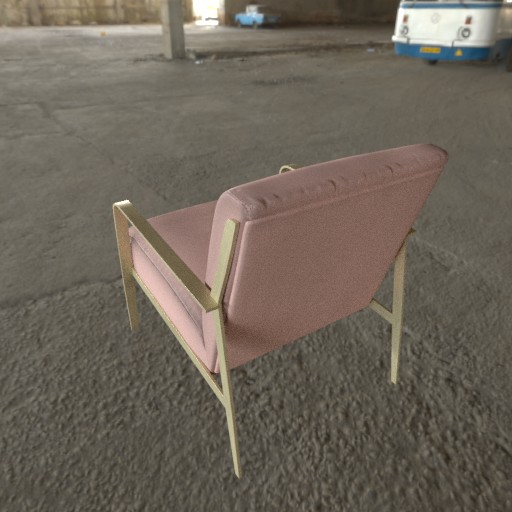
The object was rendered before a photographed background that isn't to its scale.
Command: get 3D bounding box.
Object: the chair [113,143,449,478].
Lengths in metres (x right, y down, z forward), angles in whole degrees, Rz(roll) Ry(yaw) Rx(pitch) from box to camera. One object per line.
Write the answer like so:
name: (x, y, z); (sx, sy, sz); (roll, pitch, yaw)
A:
chair: (0.000, 0.000, 1.441); (0.701, 0.823, 0.848); (-18, 35, -29)
